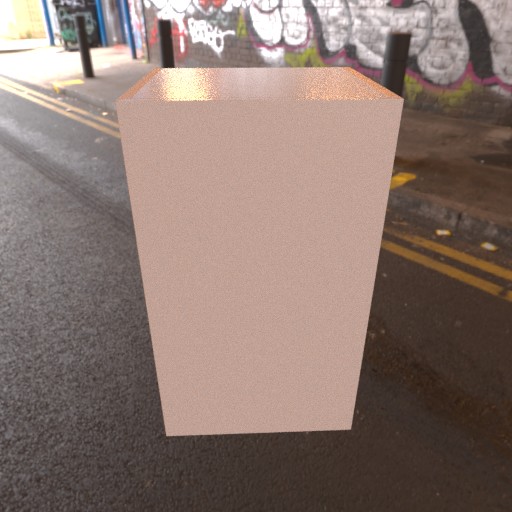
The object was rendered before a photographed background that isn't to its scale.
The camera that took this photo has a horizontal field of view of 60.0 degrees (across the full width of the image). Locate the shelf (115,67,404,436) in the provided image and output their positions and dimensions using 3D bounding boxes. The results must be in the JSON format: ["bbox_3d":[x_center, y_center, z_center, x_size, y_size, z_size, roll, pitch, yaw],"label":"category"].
[{"bbox_3d":[0.000,0.000,0.807,0.350,0.600,0.290,-1,30,-2],"label":"shelf"}]
